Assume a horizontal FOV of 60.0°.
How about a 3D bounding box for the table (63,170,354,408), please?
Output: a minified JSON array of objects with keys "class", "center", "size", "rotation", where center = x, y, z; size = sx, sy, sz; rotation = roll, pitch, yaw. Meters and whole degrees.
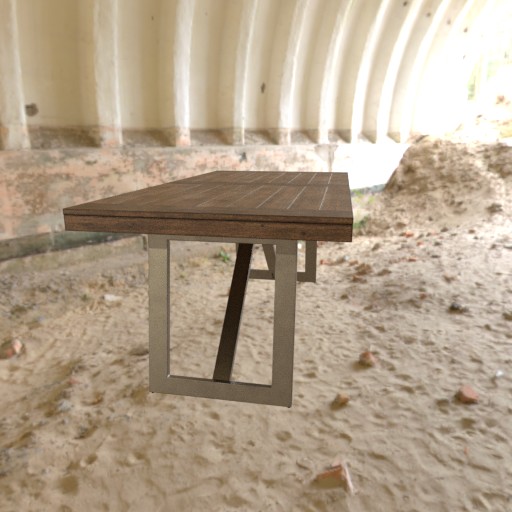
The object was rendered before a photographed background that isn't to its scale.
[{"class":"table","center":[0.000,0.000,2.348],"size":[0.931,0.757,1.867],"rotation":[3,15,10]}]
